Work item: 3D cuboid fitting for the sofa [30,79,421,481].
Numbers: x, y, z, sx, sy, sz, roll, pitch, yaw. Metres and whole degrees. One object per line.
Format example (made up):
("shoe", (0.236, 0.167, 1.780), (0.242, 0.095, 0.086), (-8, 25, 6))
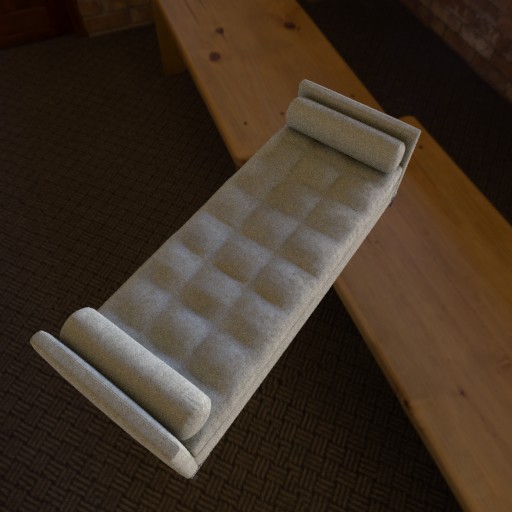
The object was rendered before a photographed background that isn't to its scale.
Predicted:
("sofa", (0.000, 0.000, 2.386), (0.797, 0.657, 2.102), (31, 63, 18))
